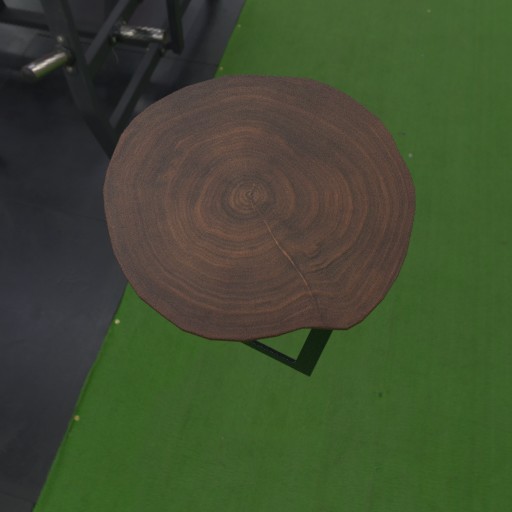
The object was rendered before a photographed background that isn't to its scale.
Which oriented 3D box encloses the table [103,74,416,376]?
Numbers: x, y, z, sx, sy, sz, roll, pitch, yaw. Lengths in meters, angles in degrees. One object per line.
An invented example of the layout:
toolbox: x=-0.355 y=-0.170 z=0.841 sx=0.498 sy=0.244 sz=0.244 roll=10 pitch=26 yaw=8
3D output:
table: x=0.000 y=0.000 z=0.885 sx=0.477 sy=0.476 sz=0.494 roll=15 pitch=64 yaw=7
